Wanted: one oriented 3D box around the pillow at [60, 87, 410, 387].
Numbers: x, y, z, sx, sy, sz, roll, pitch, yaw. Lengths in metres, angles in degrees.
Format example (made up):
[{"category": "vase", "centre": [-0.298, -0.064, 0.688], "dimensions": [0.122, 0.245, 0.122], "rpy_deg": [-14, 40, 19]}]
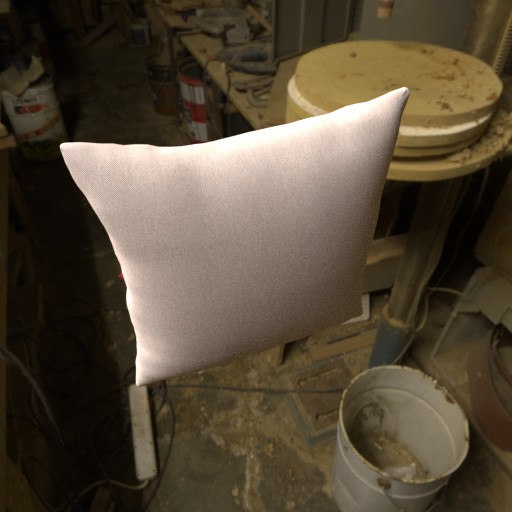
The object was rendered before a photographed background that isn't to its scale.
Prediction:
[{"category": "pillow", "centre": [0.000, 0.000, 0.659], "dimensions": [0.433, 0.436, 0.173], "rpy_deg": [-14, 44, -15]}]
